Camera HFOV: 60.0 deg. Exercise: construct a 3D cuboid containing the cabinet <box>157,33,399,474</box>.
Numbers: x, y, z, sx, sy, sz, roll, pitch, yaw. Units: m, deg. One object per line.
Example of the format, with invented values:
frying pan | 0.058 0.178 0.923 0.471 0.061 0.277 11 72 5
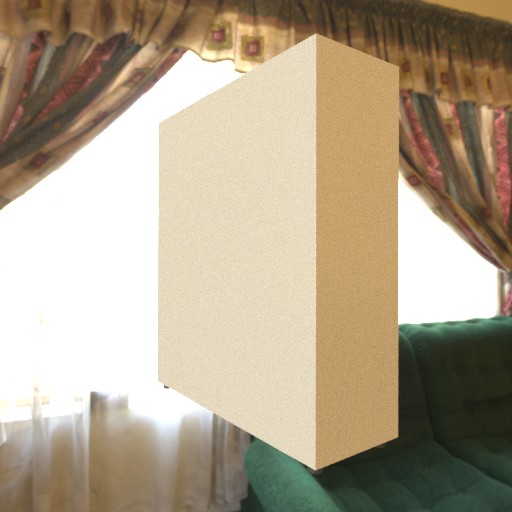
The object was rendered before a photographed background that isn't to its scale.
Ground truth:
cabinet | 0.000 0.000 1.641 0.348 1.150 0.990 0 1 -36
